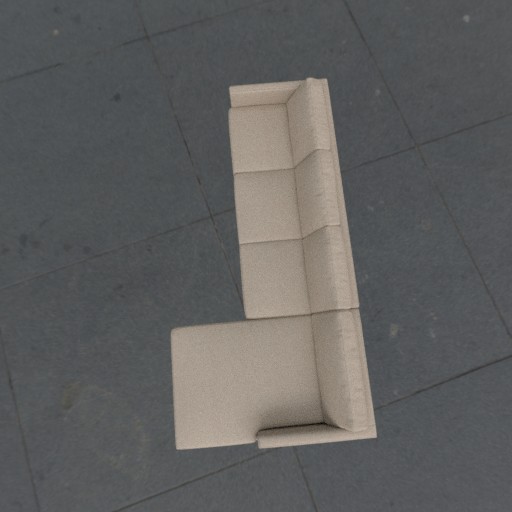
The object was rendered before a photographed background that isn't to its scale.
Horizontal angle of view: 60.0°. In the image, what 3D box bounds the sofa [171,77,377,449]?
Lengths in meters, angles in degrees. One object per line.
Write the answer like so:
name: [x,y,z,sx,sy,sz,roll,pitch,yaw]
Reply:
sofa: [0.000,0.000,4.006,1.622,0.867,3.177,-5,77,-1]
